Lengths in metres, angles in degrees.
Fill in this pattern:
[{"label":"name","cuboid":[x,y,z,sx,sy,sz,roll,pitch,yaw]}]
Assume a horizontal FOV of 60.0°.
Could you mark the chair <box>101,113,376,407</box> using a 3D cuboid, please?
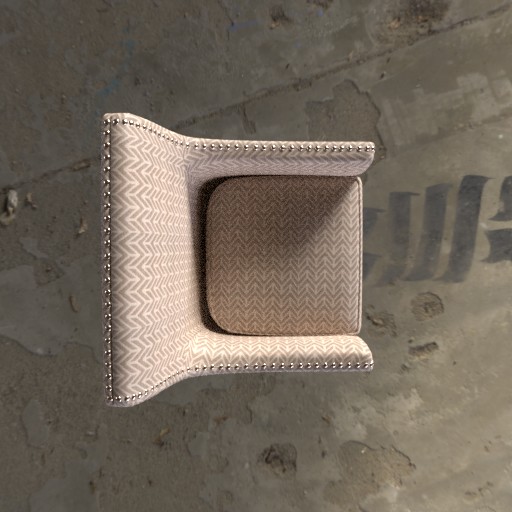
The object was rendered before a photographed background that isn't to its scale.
[{"label":"chair","cuboid":[0.000,0.000,1.303,0.651,0.816,0.623,0,92,0]}]
